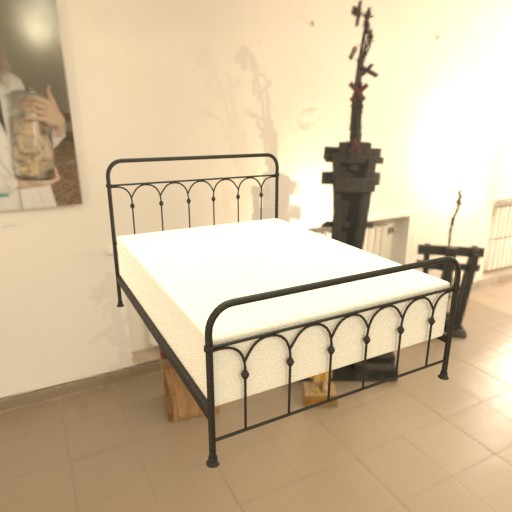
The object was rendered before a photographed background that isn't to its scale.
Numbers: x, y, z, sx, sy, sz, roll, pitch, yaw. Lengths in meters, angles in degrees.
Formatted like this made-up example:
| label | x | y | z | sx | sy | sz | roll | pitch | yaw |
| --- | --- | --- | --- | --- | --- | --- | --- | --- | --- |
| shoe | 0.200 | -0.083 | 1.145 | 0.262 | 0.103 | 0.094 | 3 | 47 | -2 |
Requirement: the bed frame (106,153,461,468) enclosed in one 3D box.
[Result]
| label | x | y | z | sx | sy | sz | roll | pitch | yaw |
| --- | --- | --- | --- | --- | --- | --- | --- | --- | --- |
| bed frame | 0.000 | 0.000 | 3.205 | 1.664 | 1.276 | 2.203 | -9 | 19 | -27 |
